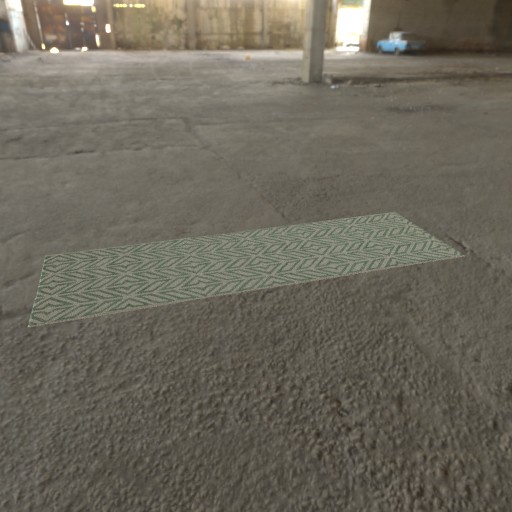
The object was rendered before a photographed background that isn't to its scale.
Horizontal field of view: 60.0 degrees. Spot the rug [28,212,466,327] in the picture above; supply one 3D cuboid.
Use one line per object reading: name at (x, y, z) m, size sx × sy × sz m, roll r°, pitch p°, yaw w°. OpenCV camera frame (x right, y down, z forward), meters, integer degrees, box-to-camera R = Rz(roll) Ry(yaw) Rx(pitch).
rug at (0.000, 0.000, 2.684) m, size 2.435 × 0.009 × 0.750 m, roll -8°, pitch 28°, yaw -15°
